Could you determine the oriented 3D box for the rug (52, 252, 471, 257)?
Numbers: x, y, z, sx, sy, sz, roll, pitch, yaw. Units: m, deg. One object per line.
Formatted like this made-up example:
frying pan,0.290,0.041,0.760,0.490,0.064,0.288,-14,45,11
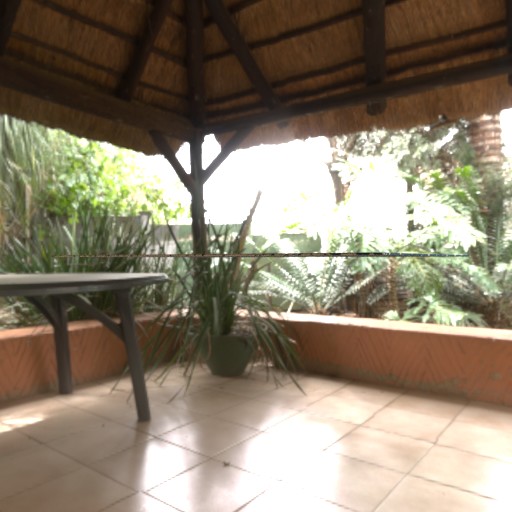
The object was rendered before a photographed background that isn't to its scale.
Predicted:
rug,0.000,0.000,2.319,1.828,0.007,1.220,0,-1,37
